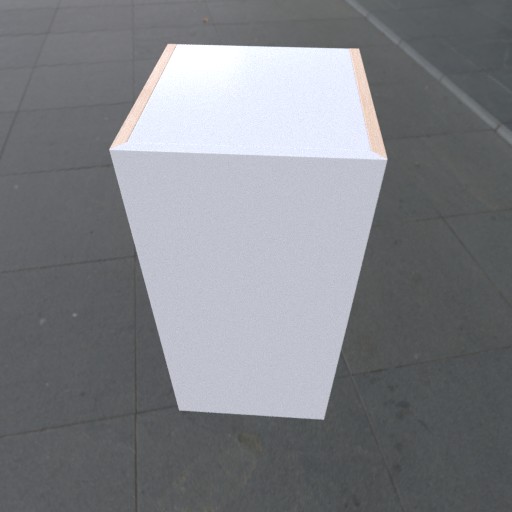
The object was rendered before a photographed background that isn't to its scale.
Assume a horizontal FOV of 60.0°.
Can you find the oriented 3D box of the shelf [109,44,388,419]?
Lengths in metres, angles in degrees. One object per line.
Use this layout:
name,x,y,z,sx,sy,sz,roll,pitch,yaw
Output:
shelf,0.000,0.000,0.770,0.290,0.594,0.297,3,45,3
